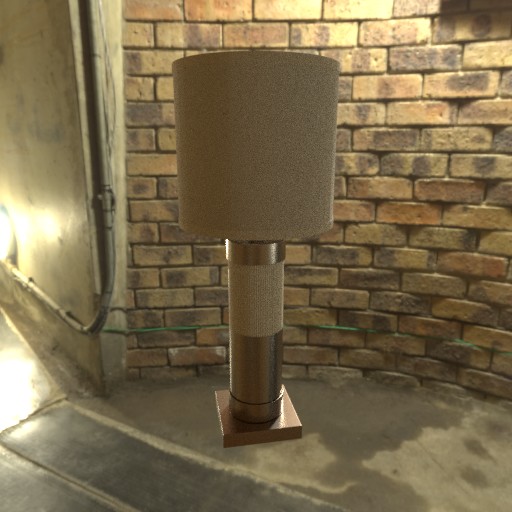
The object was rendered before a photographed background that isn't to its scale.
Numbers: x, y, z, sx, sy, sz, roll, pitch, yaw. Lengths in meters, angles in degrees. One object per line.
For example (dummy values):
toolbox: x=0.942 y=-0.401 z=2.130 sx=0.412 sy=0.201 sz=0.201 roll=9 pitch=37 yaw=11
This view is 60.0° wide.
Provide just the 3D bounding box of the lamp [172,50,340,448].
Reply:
lamp: x=0.000 y=0.000 z=0.601 sx=0.202 sy=0.509 sz=0.202 roll=-3 pitch=15 yaw=-10
